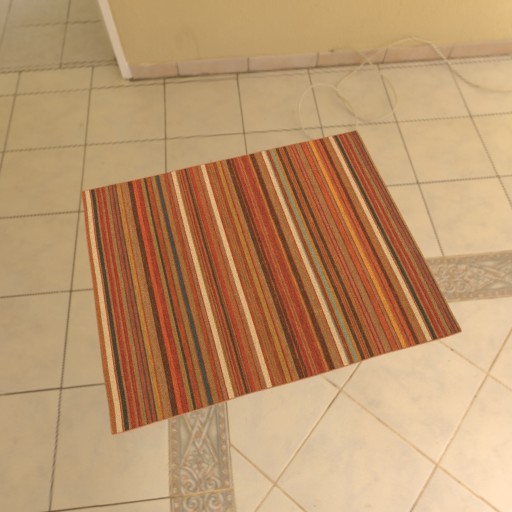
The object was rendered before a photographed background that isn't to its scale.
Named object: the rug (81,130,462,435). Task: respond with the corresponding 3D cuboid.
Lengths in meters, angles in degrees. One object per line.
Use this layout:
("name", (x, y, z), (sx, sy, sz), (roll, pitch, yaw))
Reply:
("rug", (0.000, 0.000, 4.255), (3.092, 0.023, 2.479), (-14, 63, -7))
